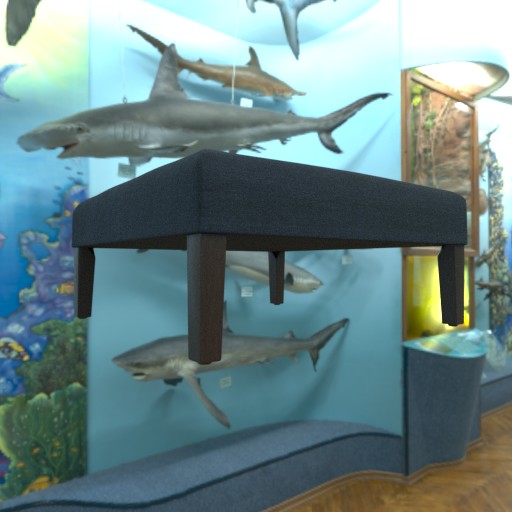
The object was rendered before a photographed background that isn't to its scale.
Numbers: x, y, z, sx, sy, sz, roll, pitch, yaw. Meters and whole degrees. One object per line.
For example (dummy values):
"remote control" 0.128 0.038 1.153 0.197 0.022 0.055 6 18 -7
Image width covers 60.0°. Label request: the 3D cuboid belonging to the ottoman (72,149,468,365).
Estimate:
"ottoman" 0.000 0.000 1.384 0.890 0.411 0.889 1 -1 -36
